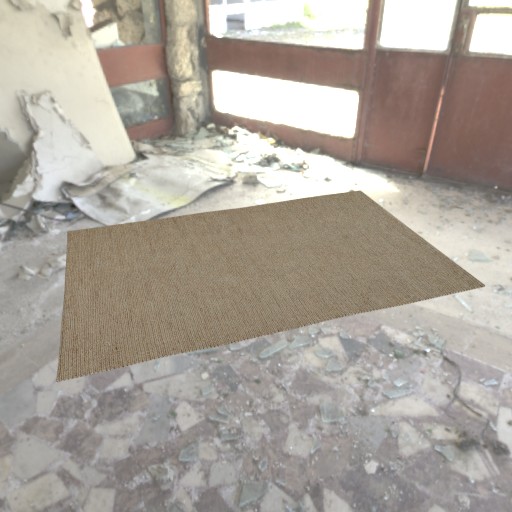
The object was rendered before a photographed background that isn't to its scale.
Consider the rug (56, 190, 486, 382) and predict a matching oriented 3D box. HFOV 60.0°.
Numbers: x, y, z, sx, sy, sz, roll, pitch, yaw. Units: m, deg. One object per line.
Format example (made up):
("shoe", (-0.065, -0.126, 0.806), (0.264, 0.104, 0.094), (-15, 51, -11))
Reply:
("rug", (0.000, 0.000, 2.986), (2.439, 0.011, 1.533), (-10, 33, -15))
